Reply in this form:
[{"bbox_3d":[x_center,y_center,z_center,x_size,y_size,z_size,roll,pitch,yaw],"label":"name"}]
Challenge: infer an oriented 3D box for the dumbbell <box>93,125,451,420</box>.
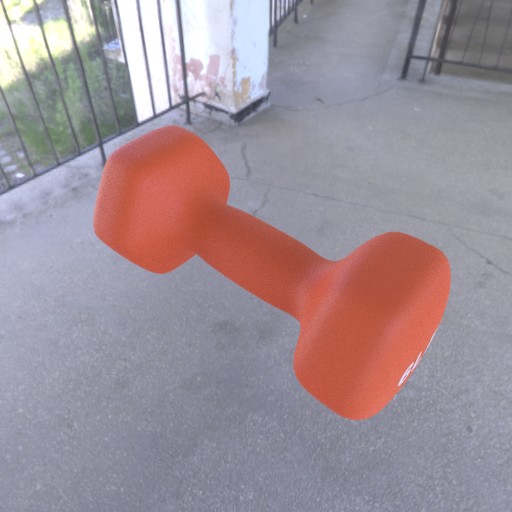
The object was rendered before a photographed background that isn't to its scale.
[{"bbox_3d":[0.000,0.000,0.203,0.162,0.071,0.079,31,53,28],"label":"dumbbell"}]
